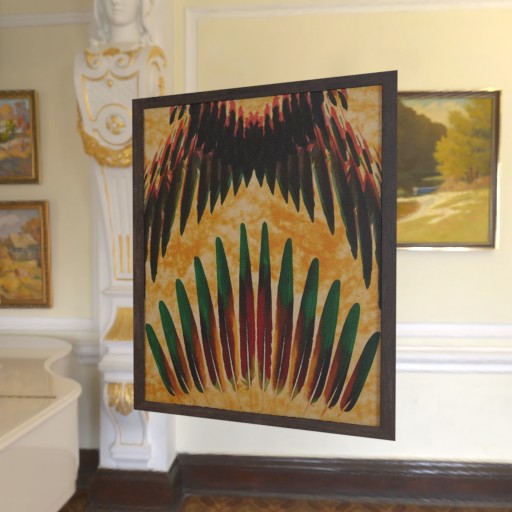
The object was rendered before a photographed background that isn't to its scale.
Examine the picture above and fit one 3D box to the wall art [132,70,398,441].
[{"bbox_3d":[0.000,0.000,0.545,0.329,0.406,0.027,0,1,17],"label":"wall art"}]
